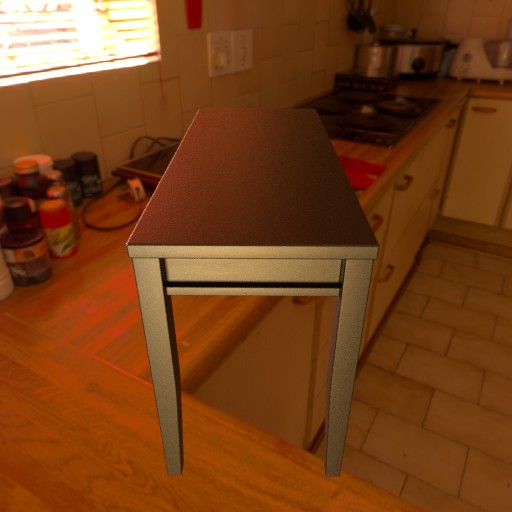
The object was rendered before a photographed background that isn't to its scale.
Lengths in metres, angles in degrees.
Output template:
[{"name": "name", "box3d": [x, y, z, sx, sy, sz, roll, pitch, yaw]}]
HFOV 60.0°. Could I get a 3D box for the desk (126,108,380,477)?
[{"name": "desk", "box3d": [0.000, 0.000, 1.605, 0.508, 0.775, 1.220, 0, 31, 1]}]
